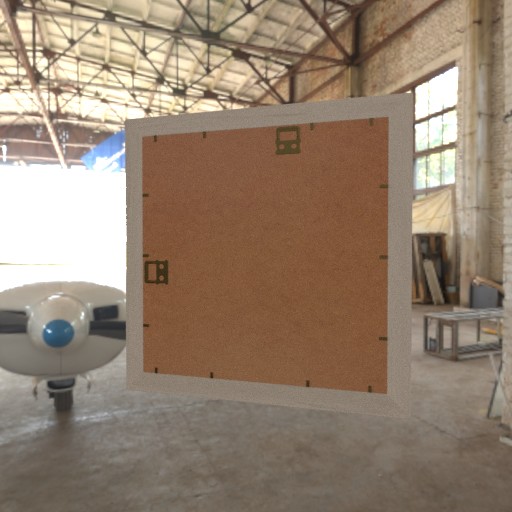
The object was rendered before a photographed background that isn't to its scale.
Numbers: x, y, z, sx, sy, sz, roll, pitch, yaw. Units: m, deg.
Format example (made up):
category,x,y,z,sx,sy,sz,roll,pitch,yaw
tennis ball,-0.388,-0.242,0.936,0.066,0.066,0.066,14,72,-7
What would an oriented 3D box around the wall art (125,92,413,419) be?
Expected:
category,x,y,z,sx,sy,sz,roll,pitch,yaw
wall art,0.000,0.000,0.880,0.584,0.584,0.013,0,1,17
